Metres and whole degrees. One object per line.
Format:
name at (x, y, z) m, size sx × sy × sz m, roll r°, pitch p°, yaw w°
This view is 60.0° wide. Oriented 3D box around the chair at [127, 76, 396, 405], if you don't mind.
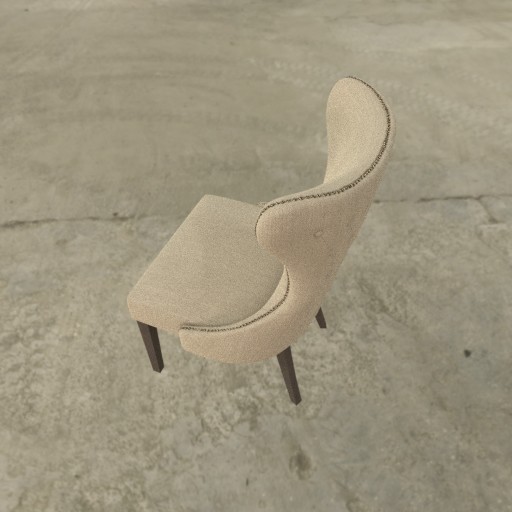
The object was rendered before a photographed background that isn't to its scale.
chair at (0.000, 0.000, 1.375) m, size 0.635 × 0.967 × 0.628 m, roll 16°, pitch 49°, yaw 15°
